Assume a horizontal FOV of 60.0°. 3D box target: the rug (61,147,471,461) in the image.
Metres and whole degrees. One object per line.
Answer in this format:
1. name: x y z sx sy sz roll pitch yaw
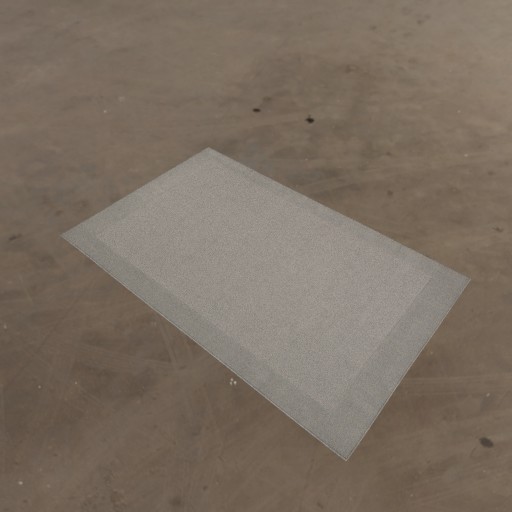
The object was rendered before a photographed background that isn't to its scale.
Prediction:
1. rug: 0.000 0.000 3.078 2.438 0.014 1.524 32 54 27
